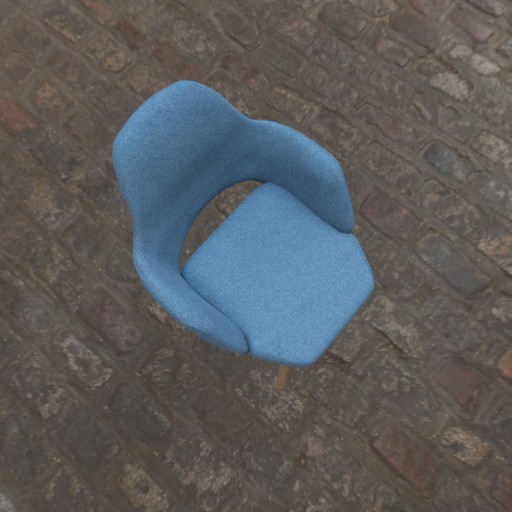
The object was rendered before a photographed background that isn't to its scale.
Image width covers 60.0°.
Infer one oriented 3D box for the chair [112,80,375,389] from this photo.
[{"bbox_3d":[0.000,0.000,1.336,0.666,0.920,0.589,40,78,10],"label":"chair"}]
